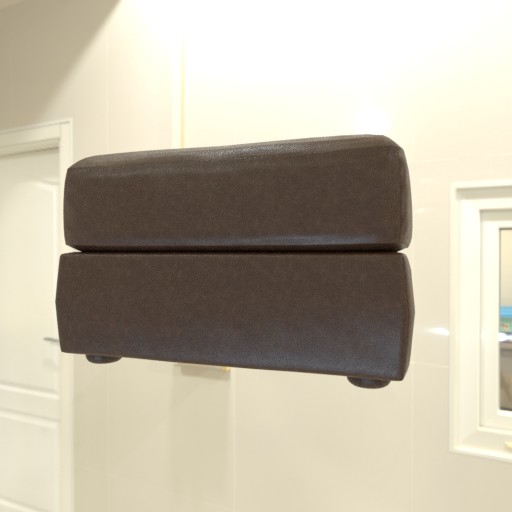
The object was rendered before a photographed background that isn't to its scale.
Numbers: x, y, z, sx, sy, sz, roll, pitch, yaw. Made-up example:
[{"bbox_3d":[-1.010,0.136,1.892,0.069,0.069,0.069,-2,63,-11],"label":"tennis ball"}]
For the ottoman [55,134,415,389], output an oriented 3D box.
[{"bbox_3d":[0.000,0.000,1.122,0.751,0.476,0.603,0,1,18],"label":"ottoman"}]
